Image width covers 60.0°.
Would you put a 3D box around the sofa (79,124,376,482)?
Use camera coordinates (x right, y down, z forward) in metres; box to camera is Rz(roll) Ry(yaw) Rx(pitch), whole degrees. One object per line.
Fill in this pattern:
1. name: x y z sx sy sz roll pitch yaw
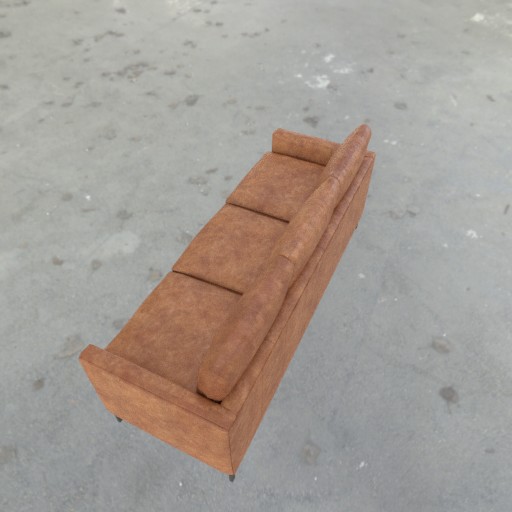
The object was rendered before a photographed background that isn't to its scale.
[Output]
1. sofa: 0.000 0.000 2.451 0.748 0.863 2.029 19 49 18
